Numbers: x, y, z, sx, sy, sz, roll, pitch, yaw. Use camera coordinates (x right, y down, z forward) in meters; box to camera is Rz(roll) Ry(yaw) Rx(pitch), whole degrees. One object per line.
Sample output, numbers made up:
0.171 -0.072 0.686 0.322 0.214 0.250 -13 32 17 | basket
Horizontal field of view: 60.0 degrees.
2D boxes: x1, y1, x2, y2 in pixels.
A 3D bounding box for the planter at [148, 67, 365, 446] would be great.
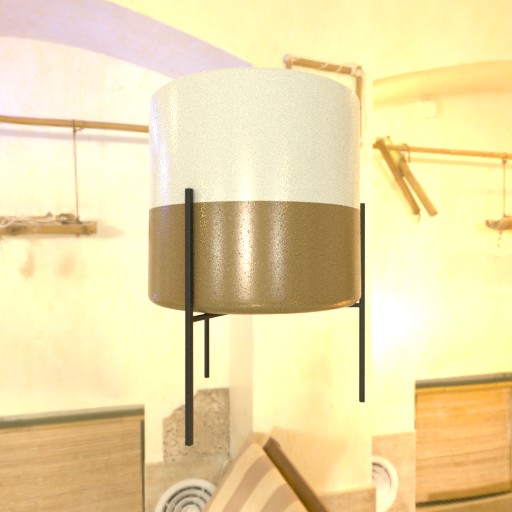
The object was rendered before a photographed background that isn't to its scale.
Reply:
0.000 0.000 0.653 0.310 0.432 0.310 0 0 -17 | planter
